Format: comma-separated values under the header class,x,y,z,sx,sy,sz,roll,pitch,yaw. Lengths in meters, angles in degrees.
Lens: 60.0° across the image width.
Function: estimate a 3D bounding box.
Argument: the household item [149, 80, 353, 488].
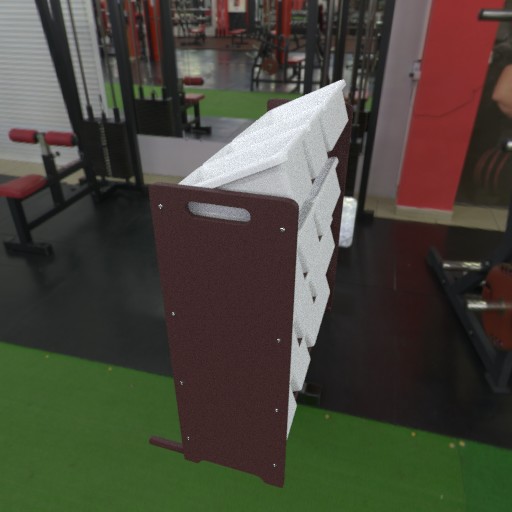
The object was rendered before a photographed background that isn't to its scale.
class,x,y,z,sx,sy,sz,roll,pitch,yaw
household item,0.000,0.000,1.277,0.389,0.864,0.787,9,32,15
